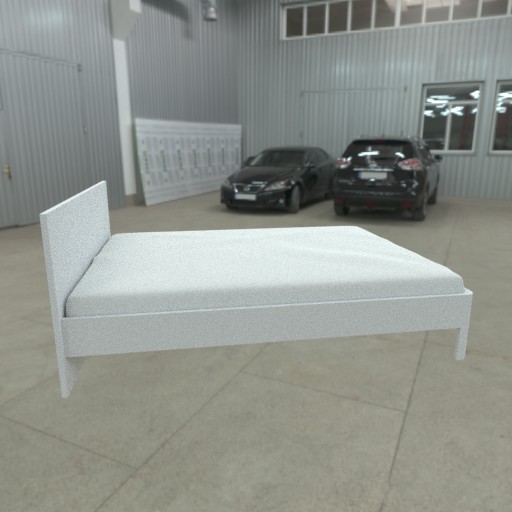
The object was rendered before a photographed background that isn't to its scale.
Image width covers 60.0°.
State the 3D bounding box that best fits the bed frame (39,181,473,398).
[{"bbox_3d":[0.000,0.000,2.682,1.950,0.800,1.490,-2,15,-9],"label":"bed frame"}]
